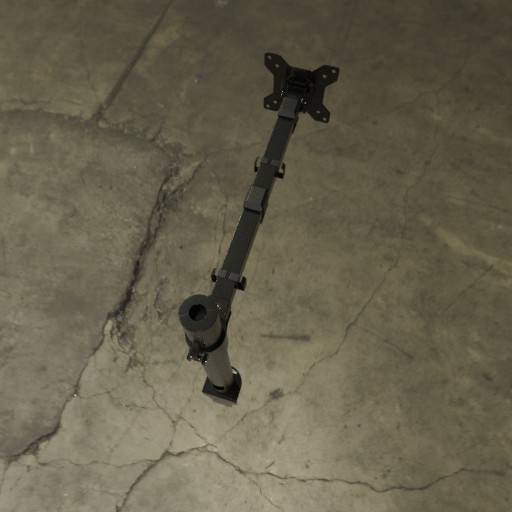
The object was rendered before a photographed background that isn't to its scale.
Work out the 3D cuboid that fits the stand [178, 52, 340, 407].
[{"bbox_3d":[0.000,0.000,0.750,0.115,0.510,0.456,16,65,7],"label":"stand"}]
